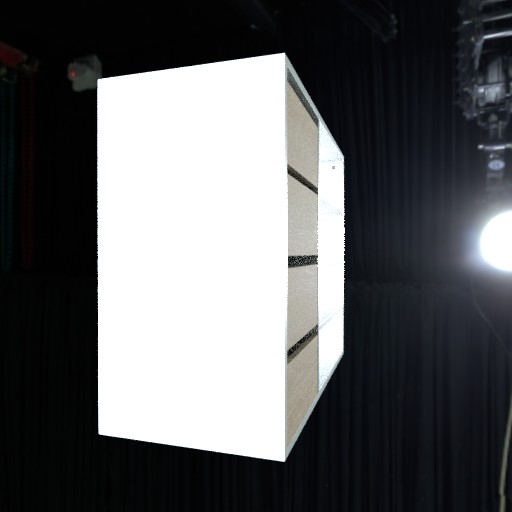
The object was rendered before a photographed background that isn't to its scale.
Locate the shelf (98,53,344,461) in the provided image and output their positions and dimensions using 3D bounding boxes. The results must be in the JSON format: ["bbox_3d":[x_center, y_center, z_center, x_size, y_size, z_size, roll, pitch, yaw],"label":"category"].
[{"bbox_3d":[0.000,0.000,1.280,0.396,0.732,0.895,0,0,18],"label":"shelf"}]
